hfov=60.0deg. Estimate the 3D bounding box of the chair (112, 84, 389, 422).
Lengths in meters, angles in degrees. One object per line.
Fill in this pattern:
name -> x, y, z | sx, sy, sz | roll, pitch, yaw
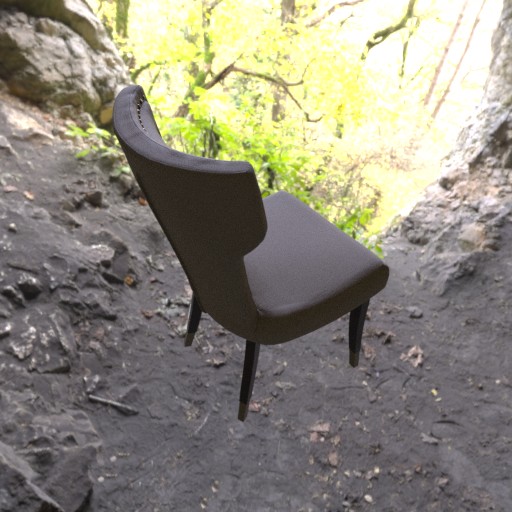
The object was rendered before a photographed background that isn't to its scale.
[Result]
chair -> 0.000, 0.000, 1.308 | 0.630, 0.955, 0.526 | -26, 48, -26
